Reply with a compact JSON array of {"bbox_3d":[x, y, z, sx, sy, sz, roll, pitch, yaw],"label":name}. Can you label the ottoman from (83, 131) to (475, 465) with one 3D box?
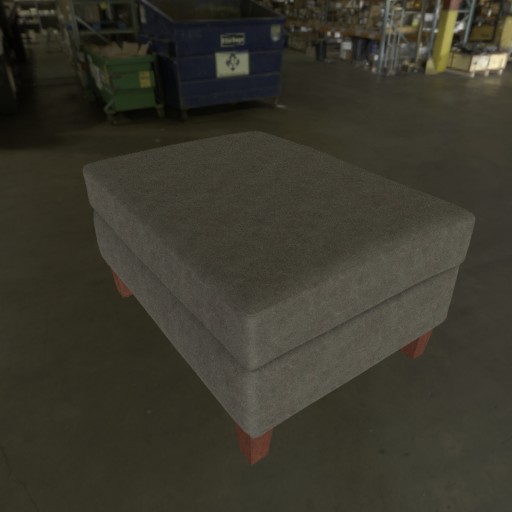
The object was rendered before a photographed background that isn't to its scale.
[{"bbox_3d":[0.000,0.000,1.216,0.639,0.464,0.839,-20,37,-30],"label":"ottoman"}]
